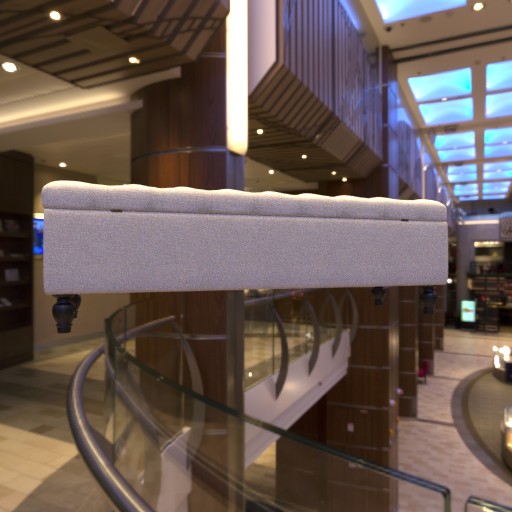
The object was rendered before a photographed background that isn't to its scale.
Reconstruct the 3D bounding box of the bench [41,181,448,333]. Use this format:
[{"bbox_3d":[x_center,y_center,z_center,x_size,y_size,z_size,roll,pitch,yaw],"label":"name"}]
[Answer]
[{"bbox_3d":[0.000,0.000,1.734,1.480,0.467,0.455,0,0,-19],"label":"bench"}]
